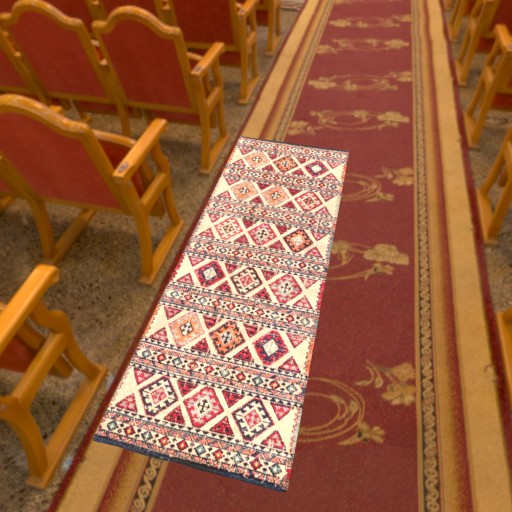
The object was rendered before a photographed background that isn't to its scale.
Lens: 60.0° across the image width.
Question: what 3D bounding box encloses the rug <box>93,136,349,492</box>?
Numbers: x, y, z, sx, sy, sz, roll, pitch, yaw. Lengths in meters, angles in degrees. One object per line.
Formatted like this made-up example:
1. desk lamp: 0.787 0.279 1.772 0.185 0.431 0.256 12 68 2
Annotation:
1. rug: 0.000 0.000 2.556 0.832 0.008 2.362 10 48 9
